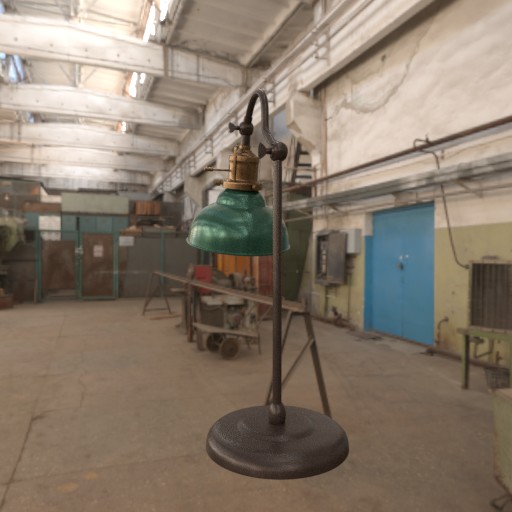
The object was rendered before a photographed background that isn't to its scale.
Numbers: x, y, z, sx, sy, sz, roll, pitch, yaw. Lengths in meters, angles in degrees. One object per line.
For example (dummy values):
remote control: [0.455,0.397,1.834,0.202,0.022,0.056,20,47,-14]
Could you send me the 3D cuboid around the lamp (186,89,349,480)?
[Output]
lamp: [0.000,0.000,0.686,0.192,0.508,0.374,0,0,-18]
